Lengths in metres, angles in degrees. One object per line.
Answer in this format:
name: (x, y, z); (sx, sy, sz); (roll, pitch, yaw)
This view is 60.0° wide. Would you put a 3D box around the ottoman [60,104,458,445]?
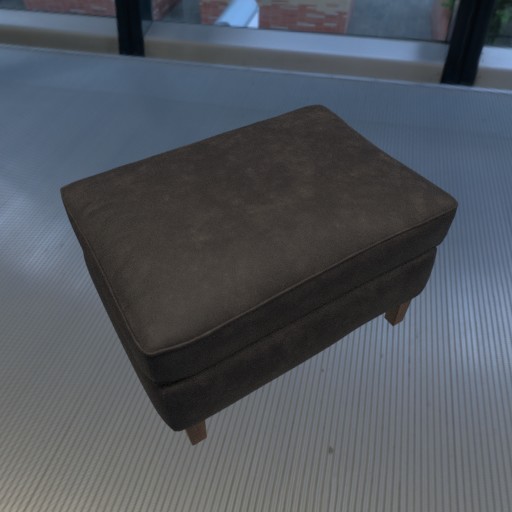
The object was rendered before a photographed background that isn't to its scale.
ottoman: (0.000, 0.000, 0.986); (0.665, 0.413, 0.501); (-24, 52, -21)
